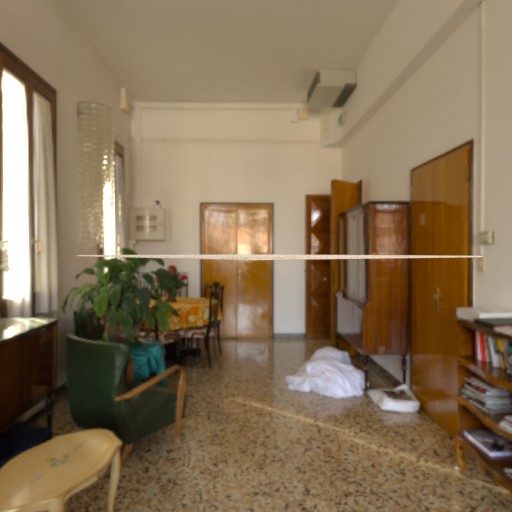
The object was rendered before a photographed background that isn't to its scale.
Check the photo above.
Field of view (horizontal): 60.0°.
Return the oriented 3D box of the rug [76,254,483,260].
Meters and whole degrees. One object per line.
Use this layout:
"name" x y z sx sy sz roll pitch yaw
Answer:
"rug" 0.000 0.000 4.139 2.406 0.012 3.034 0 1 -37
